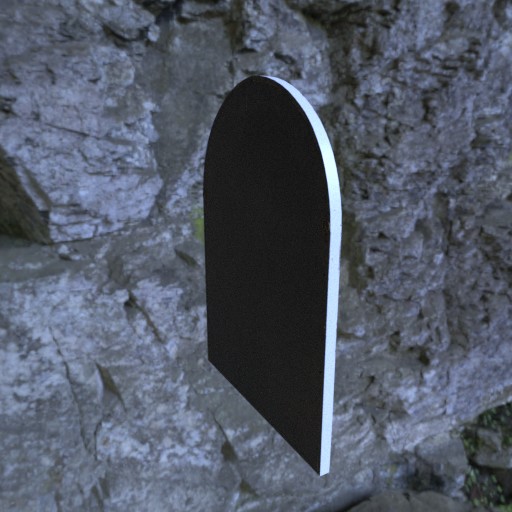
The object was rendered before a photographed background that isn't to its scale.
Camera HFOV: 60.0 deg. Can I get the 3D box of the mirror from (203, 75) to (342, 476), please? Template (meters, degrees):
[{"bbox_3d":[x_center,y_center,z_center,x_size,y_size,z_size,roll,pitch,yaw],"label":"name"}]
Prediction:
[{"bbox_3d":[0.000,0.000,1.214,0.032,0.920,0.660,-8,16,-28],"label":"mirror"}]
